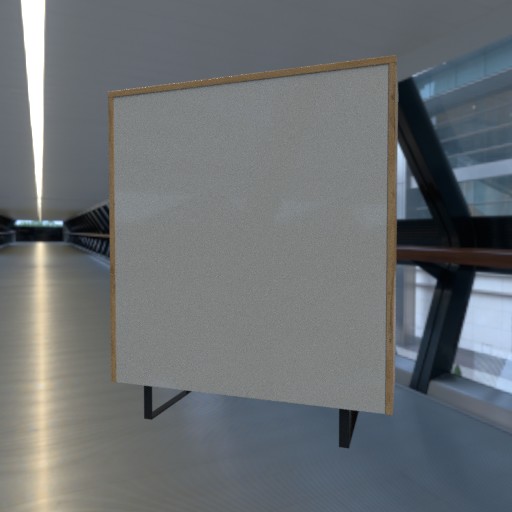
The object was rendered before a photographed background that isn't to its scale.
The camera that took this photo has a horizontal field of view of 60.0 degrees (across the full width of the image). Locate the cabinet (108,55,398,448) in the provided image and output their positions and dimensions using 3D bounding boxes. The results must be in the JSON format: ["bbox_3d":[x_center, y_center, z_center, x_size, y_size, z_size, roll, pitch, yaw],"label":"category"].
[{"bbox_3d":[0.000,0.000,1.942,1.168,1.397,0.473,1,2,18],"label":"cabinet"}]
